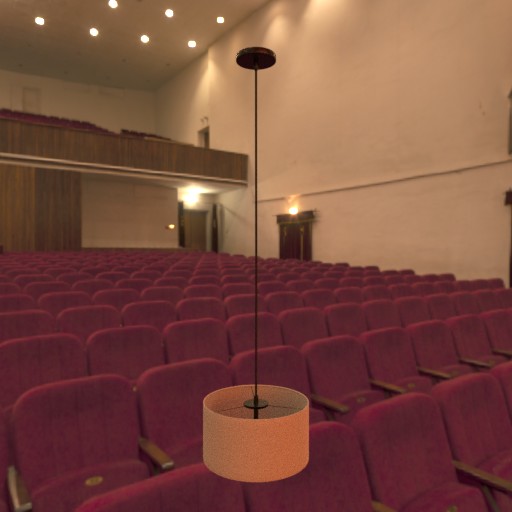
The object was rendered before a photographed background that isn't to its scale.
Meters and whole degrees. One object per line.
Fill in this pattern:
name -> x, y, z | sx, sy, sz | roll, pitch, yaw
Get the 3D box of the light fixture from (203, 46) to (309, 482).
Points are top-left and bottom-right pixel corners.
light fixture -> 0.000, 0.000, 1.682 | 0.399, 1.516, 0.399 | 0, 0, 0
